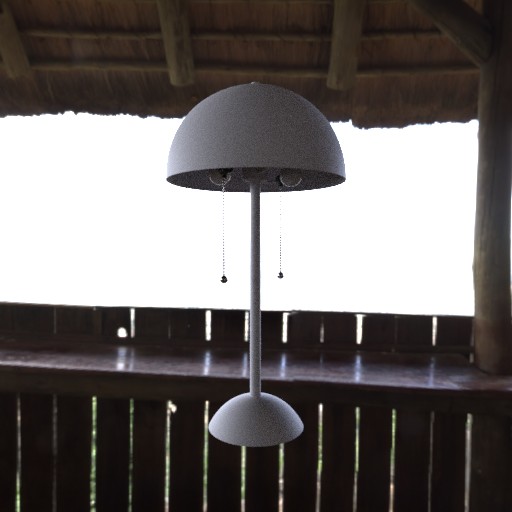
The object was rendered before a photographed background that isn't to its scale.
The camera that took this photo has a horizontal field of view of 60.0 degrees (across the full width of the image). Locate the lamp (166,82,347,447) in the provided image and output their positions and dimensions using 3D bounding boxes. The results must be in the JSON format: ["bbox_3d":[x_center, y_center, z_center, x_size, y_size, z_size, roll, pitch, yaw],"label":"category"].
[{"bbox_3d":[0.000,0.000,0.428,0.171,0.330,0.171,0,1,0],"label":"lamp"}]
